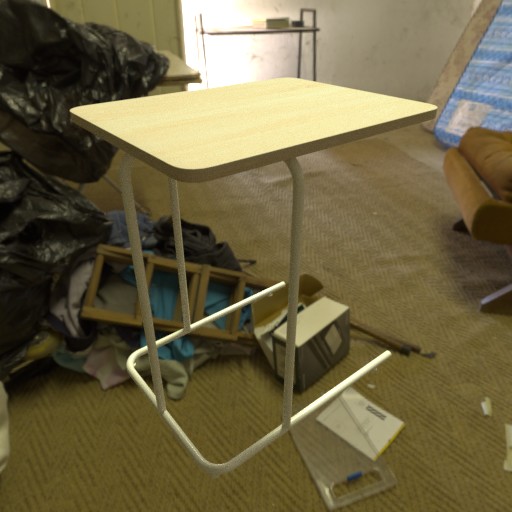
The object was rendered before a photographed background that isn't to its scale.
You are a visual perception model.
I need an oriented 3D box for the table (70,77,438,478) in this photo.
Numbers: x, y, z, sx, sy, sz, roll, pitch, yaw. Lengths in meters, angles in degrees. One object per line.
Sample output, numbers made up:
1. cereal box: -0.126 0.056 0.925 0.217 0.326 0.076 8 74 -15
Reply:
1. table: 0.000 0.000 0.846 0.480 0.550 0.370 -22 38 -32
